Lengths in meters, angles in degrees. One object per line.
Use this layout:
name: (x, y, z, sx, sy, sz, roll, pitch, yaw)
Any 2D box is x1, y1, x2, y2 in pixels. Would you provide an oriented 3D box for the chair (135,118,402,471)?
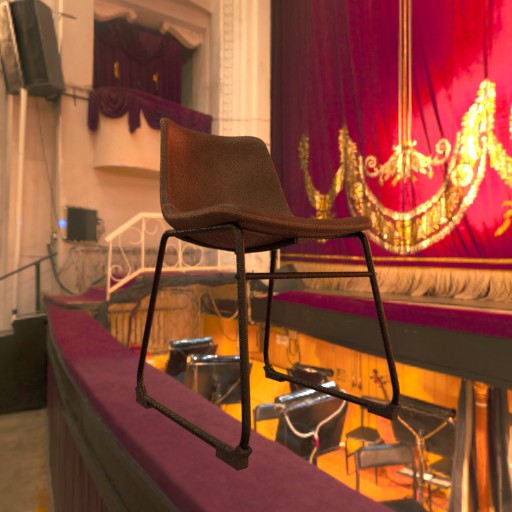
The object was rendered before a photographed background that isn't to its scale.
chair: (0.000, 0.000, 1.143, 0.460, 0.780, 0.551, 1, -1, -36)
